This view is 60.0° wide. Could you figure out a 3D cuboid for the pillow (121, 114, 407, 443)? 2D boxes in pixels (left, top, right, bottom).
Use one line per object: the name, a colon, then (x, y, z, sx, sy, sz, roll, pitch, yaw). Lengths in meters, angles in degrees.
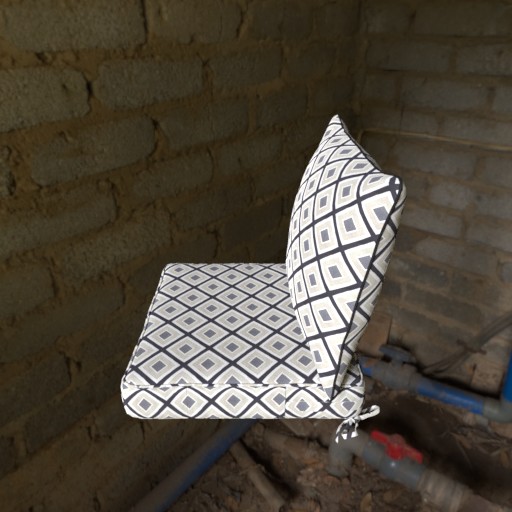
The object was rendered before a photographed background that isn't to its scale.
pillow: (0.000, 0.000, 1.355, 0.733, 0.722, 0.798, 0, 28, 0)
